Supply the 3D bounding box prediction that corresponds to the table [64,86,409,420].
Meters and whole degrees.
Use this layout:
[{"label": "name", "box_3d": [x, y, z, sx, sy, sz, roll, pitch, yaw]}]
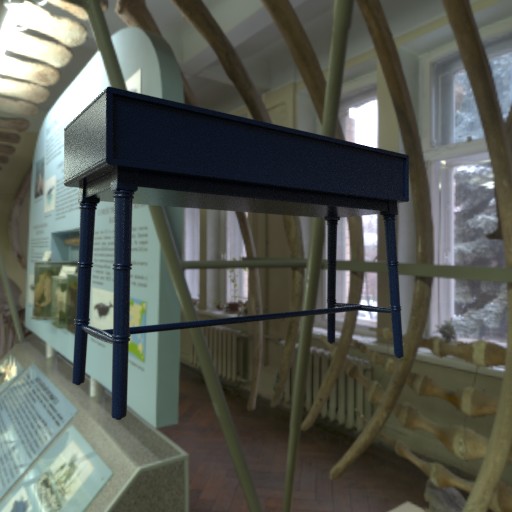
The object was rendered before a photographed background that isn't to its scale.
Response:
[{"label": "table", "box_3d": [0.000, 0.000, 1.469, 1.118, 0.749, 0.399, 0, 0, -36]}]
